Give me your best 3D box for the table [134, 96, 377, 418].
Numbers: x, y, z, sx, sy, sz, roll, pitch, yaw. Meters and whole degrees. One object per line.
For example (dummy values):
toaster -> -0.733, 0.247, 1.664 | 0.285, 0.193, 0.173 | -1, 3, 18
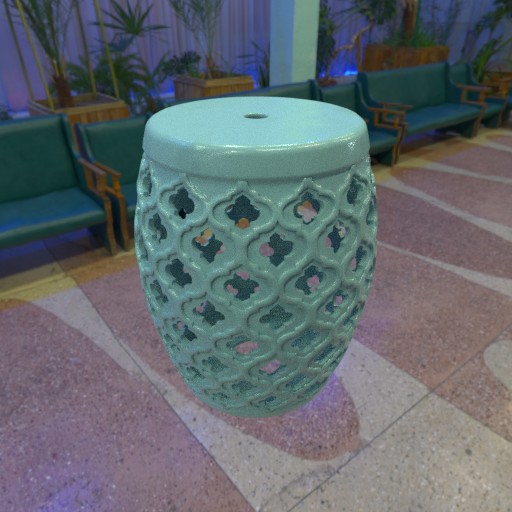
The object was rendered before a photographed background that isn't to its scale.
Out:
table -> 0.000, 0.000, 0.628 | 0.325, 0.388, 0.325 | 0, 30, 0
